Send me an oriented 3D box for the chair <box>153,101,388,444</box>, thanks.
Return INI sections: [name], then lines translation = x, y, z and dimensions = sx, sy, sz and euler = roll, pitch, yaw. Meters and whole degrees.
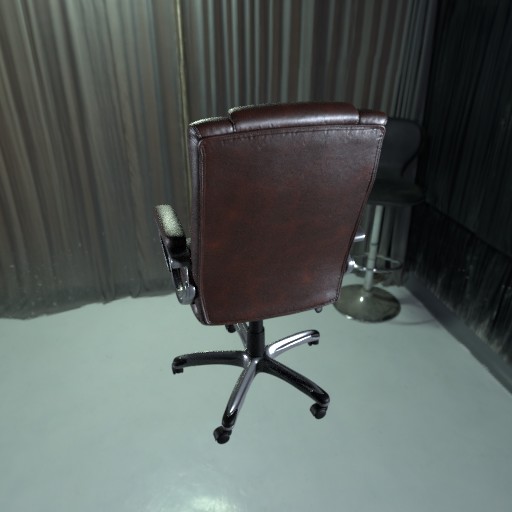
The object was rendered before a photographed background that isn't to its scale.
[chair]
translation = 0.000, 0.000, 1.568
dimensions = 0.656, 1.128, 0.692
euler = -8, 29, -15
